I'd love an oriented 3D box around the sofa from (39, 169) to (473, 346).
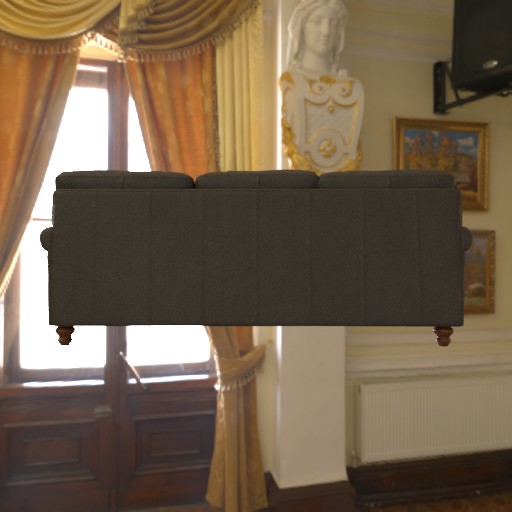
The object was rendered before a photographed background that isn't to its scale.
[{"bbox_3d":[0.000,0.000,2.790,2.387,0.977,0.974,0,-1,0],"label":"sofa"}]
